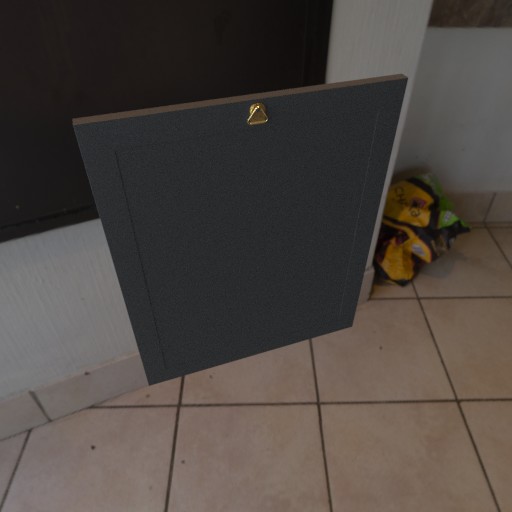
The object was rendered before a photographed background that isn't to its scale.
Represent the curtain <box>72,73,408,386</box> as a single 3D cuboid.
[{"bbox_3d":[0.000,0.000,0.806,0.483,0.585,0.027,-13,43,-14],"label":"curtain"}]
